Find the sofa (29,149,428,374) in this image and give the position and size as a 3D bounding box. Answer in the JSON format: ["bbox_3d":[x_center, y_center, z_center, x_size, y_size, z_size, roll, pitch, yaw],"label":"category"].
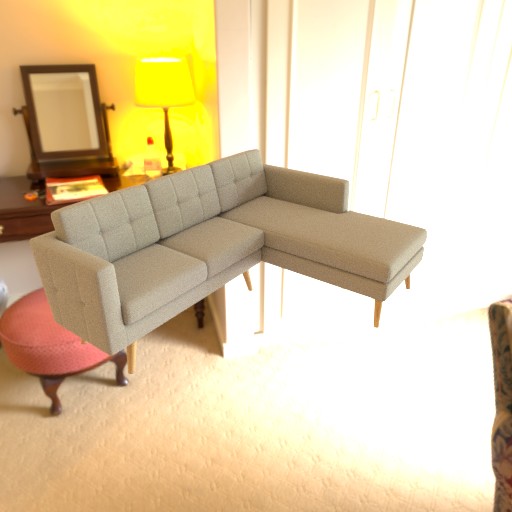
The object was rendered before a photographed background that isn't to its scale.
[{"bbox_3d":[0.000,0.000,2.796,1.530,0.860,2.040,18,32,32],"label":"sofa"}]
